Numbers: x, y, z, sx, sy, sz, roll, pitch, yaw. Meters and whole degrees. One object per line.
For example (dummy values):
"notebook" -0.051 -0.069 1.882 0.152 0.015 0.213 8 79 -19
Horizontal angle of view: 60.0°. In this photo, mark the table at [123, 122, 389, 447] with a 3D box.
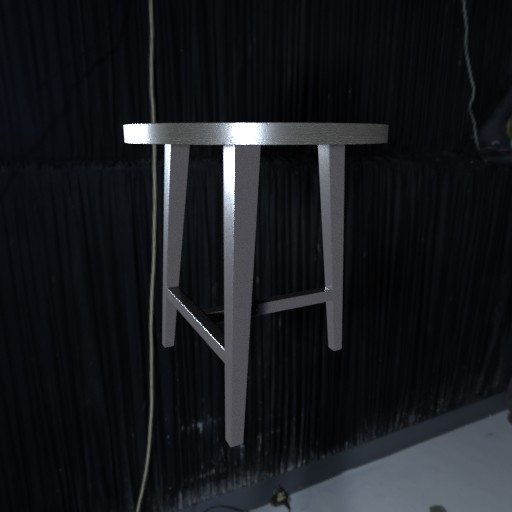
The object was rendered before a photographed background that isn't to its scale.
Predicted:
"table" 0.000 0.000 0.939 0.500 0.531 0.500 0 15 0
